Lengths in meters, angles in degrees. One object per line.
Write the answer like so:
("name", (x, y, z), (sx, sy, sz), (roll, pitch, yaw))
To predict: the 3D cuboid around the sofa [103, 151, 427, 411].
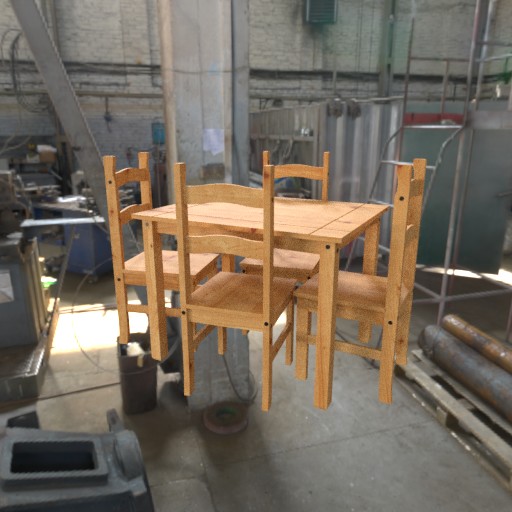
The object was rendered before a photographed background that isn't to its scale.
("sofa", (0.000, 0.000, 2.275), (1.529, 1.000, 1.144), (8, 18, 27))
